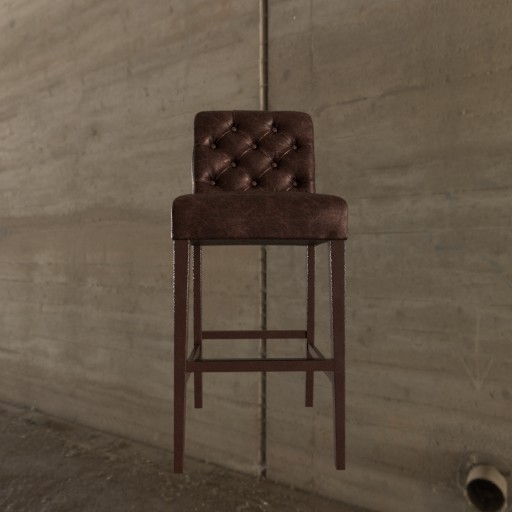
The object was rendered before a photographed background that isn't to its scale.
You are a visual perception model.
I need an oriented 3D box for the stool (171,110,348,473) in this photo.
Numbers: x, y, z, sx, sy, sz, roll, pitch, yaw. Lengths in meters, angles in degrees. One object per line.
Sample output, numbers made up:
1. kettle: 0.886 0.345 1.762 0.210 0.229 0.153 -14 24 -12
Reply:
1. stool: 0.000 0.000 1.512 0.483 1.168 0.659 0 0 -2
